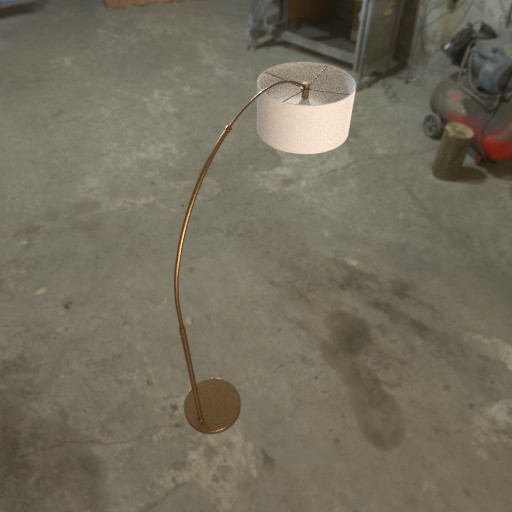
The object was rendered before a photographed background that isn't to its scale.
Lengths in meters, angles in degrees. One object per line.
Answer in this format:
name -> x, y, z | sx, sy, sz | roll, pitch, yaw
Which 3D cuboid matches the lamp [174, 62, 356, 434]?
lamp -> 0.000, 0.000, 2.546 | 0.493, 1.927, 1.434 | 24, 51, 22
